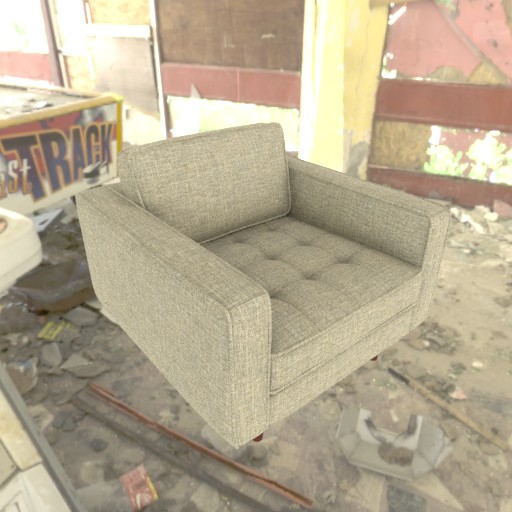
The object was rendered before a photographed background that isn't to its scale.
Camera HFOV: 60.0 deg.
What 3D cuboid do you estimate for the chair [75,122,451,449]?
[{"bbox_3d":[0.000,0.000,1.529,0.889,0.765,0.914,-22,35,-34],"label":"chair"}]
